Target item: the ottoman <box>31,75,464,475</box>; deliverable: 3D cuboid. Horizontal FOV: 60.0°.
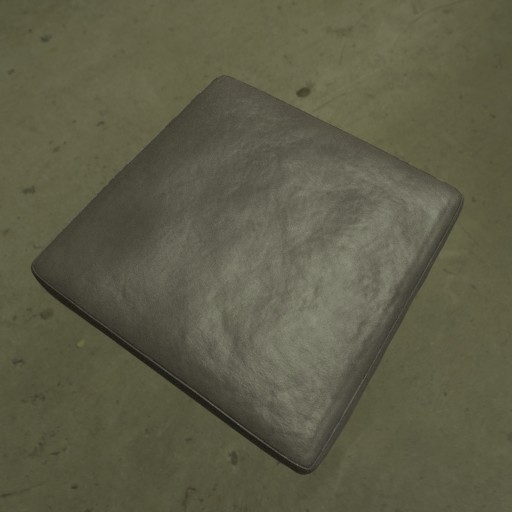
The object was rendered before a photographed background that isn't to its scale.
[{"bbox_3d":[0.000,0.000,1.264,0.844,0.415,0.836,31,68,14],"label":"ottoman"}]
